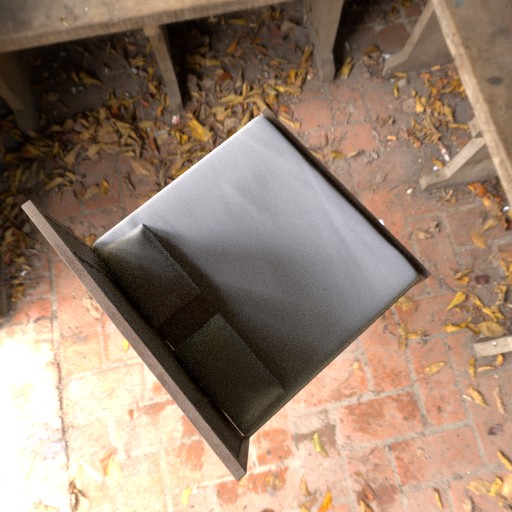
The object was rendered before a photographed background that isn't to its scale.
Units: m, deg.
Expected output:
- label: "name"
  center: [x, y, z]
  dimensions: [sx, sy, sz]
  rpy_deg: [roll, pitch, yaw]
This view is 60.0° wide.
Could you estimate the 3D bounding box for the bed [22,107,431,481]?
- label: "bed"
  center: [0.000, 0.000, 3.455]
  dimensions: [2.032, 1.626, 2.032]
  rpy_deg: [-40, 79, -10]
